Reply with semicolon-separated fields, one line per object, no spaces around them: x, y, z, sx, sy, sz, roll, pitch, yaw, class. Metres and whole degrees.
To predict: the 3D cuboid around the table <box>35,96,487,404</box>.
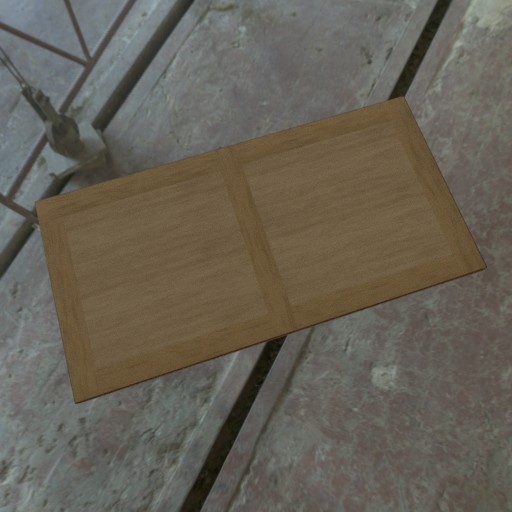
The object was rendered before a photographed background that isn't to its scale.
0.000;0.000;2.508;1.982;0.762;1.000;-17;74;-5;table
